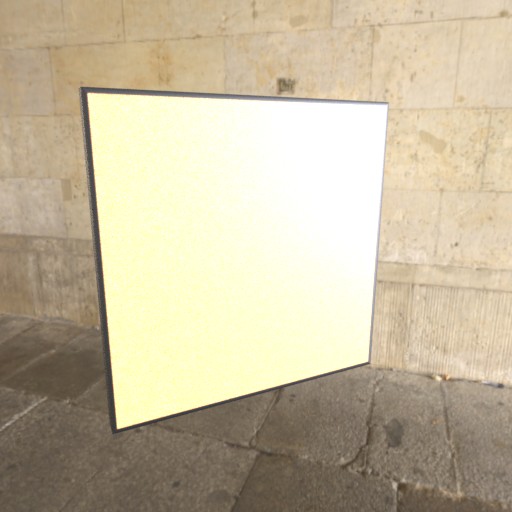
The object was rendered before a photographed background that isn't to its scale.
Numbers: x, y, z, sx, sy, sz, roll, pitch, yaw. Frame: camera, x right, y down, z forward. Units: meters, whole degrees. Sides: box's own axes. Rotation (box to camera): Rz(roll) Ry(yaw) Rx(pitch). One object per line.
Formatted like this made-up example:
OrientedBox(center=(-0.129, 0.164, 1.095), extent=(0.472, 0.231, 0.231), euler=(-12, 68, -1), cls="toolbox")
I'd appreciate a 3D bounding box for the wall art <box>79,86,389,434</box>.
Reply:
OrientedBox(center=(0.000, 0.000, 1.126), extent=(0.769, 0.766, 0.042), euler=(-7, 16, -25), cls="wall art")
